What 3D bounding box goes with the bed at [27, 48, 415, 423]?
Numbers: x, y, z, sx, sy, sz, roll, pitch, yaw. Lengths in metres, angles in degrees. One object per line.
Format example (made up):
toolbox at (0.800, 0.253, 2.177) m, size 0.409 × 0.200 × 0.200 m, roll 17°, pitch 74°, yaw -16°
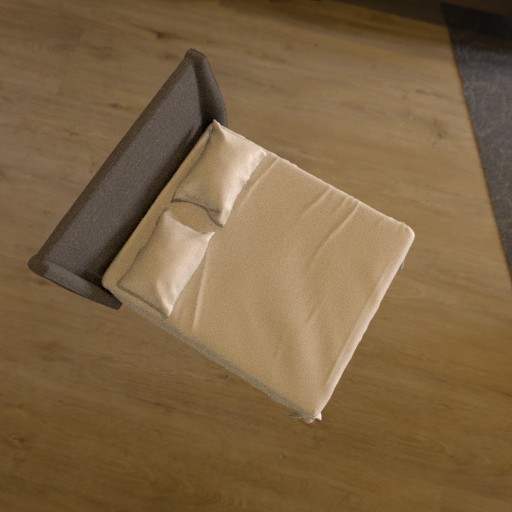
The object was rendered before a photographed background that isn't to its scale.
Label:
bed at (0.000, 0.000, 3.476) m, size 2.276 × 1.332 × 1.925 m, roll 30°, pitch 78°, yaw 7°
